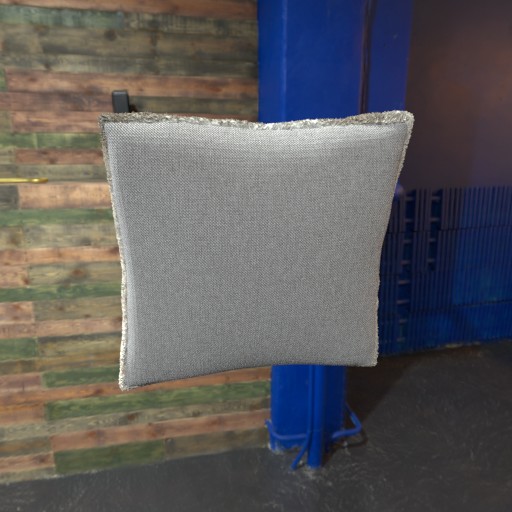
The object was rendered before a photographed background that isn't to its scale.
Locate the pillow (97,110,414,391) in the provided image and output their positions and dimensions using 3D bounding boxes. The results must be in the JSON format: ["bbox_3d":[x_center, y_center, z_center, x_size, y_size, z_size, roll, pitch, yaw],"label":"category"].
[{"bbox_3d":[0.000,0.000,0.822,0.529,0.515,0.218,-3,14,-11],"label":"pillow"}]
